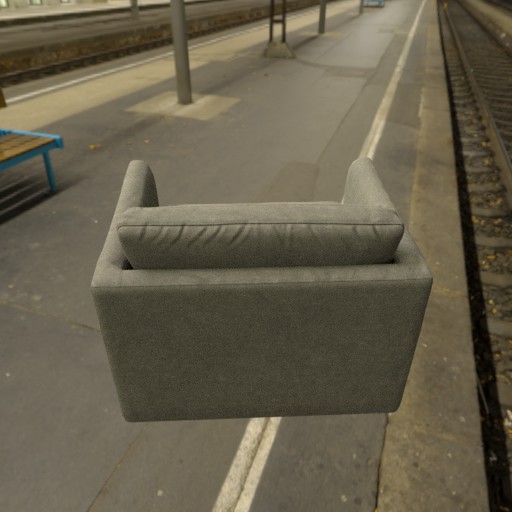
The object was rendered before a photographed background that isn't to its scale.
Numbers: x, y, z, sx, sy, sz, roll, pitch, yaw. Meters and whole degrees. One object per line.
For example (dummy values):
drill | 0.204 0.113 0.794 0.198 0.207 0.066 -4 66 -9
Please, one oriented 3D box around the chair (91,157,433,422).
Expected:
chair | 0.000 0.000 1.892 1.190 0.845 1.091 -1 32 -2
